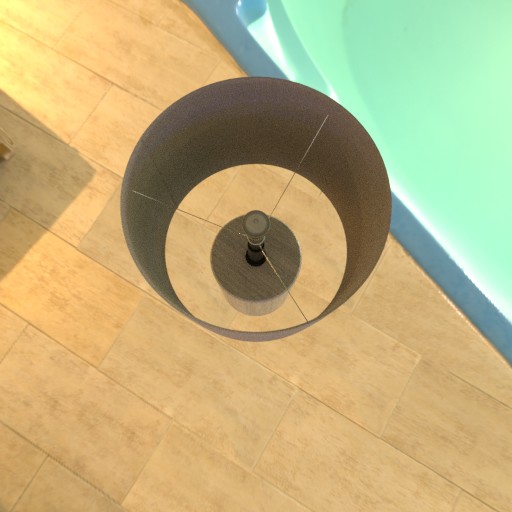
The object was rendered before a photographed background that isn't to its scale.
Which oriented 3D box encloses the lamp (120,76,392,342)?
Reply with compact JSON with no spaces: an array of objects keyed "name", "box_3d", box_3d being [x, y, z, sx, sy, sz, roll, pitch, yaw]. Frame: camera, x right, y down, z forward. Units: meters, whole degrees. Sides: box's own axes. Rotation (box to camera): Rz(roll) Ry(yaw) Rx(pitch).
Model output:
[{"name":"lamp","box_3d":[0.000,0.000,0.585,0.228,0.444,0.228,36,80,8]}]
